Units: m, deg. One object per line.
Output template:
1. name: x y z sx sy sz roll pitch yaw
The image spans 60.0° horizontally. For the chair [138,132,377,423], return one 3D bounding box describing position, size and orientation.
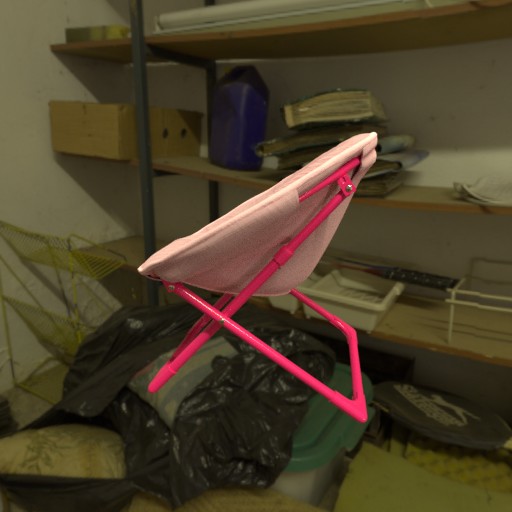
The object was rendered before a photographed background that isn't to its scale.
1. chair: 0.000 0.000 0.923 0.459 0.494 0.522 2 15 9
